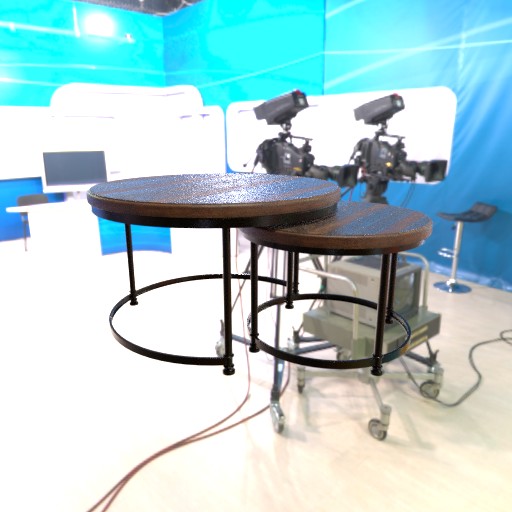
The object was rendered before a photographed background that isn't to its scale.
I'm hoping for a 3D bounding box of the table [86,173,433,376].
[{"bbox_3d":[0.000,0.000,1.624,1.152,0.516,0.870,2,16,8],"label":"table"}]
